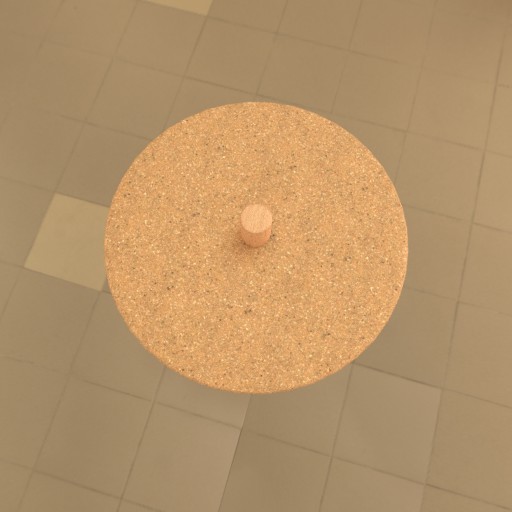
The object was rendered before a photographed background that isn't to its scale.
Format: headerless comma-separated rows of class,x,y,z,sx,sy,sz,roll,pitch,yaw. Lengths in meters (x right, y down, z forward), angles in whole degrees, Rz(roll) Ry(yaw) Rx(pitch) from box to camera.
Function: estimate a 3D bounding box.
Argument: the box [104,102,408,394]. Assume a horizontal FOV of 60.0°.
box,0.000,0.000,0.184,0.107,0.094,0.107,0,75,0
